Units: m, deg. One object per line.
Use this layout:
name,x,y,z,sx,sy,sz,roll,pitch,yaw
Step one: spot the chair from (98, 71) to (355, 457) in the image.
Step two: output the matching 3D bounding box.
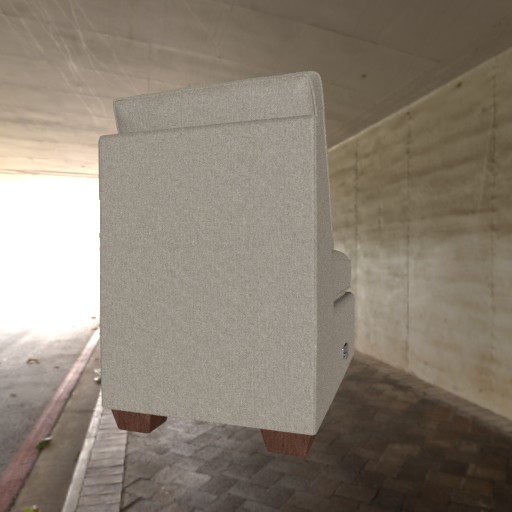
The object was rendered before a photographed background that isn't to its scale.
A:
chair,0.000,0.000,1.697,0.674,1.058,1.020,0,0,18
